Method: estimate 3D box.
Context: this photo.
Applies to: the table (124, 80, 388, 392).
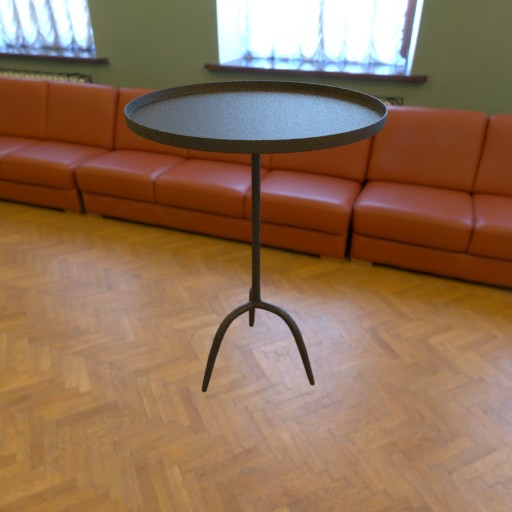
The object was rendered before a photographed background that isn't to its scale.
[{"bbox_3d":[0.000,0.000,1.050,0.502,0.700,0.502,10,32,16],"label":"table"}]
